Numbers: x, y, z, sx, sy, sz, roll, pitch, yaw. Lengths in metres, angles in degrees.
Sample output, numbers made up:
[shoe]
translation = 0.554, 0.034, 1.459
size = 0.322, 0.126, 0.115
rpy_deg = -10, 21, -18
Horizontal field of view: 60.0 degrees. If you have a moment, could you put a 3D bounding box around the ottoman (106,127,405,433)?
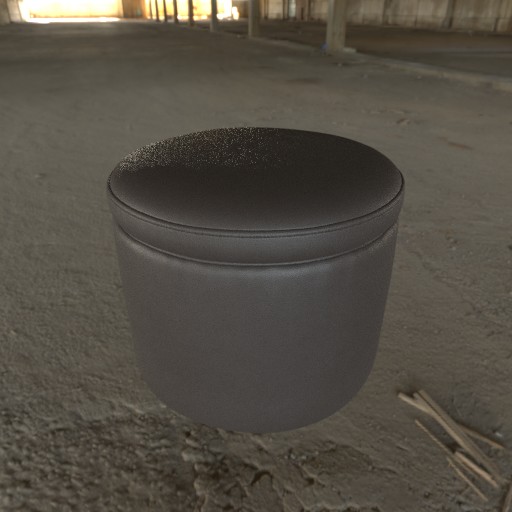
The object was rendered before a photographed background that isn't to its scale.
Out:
[ottoman]
translation = 0.000, 0.000, 0.847
size = 0.500, 0.409, 0.500
rpy_deg = 0, 29, 0
